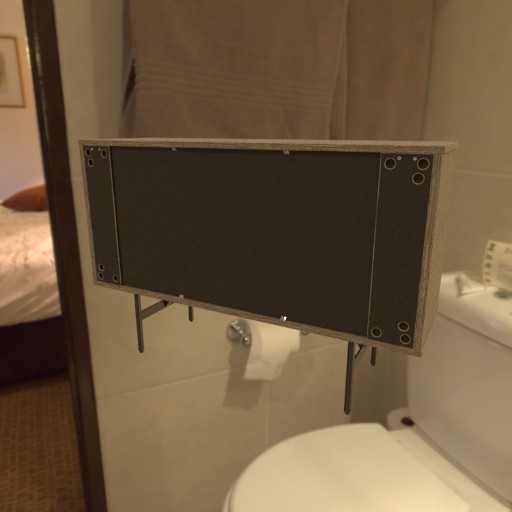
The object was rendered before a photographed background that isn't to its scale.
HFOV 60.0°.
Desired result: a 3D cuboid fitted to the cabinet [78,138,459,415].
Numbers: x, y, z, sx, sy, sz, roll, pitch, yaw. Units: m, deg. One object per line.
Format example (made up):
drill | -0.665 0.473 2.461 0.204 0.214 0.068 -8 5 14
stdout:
cabinet | 0.000 0.000 1.560 1.194 0.787 0.405 8 18 27
